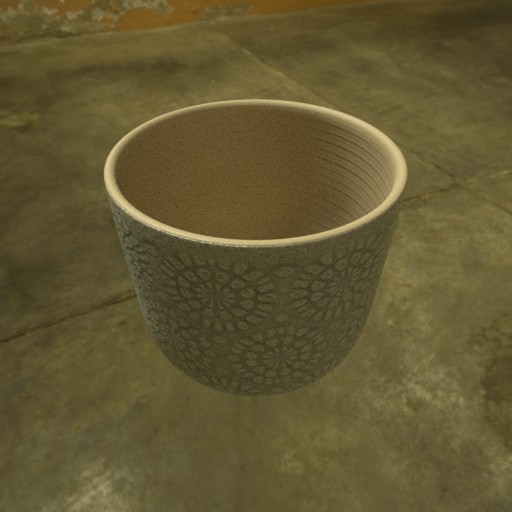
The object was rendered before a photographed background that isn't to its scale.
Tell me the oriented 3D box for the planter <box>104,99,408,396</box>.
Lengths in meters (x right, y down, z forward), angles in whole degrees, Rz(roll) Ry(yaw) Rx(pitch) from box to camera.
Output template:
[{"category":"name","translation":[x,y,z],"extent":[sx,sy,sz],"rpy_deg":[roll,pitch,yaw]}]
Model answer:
[{"category":"planter","translation":[0.000,0.000,0.302],"extent":[0.169,0.153,0.169],"rpy_deg":[0,40,0]}]
